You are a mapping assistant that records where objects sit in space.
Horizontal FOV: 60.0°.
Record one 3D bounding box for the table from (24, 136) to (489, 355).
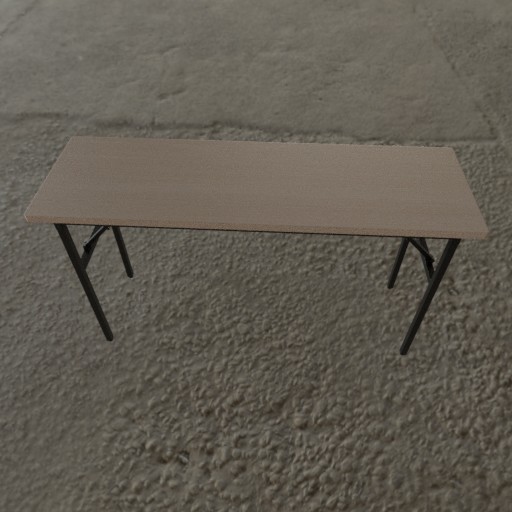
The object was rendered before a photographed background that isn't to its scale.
[{"bbox_3d":[0.000,0.000,1.747,1.397,0.750,0.447,2,47,2],"label":"table"}]
